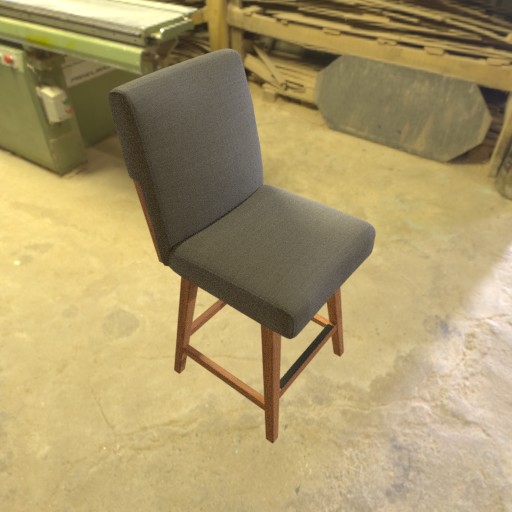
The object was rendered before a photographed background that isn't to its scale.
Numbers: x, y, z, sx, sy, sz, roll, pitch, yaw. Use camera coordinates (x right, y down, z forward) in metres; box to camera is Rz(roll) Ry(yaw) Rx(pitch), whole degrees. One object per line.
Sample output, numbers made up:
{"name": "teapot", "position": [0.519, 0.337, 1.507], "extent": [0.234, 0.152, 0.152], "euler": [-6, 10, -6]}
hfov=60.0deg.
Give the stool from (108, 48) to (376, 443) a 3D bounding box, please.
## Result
{"name": "stool", "position": [0.000, 0.000, 1.339], "extent": [0.570, 1.019, 0.459], "euler": [27, 48, 28]}
